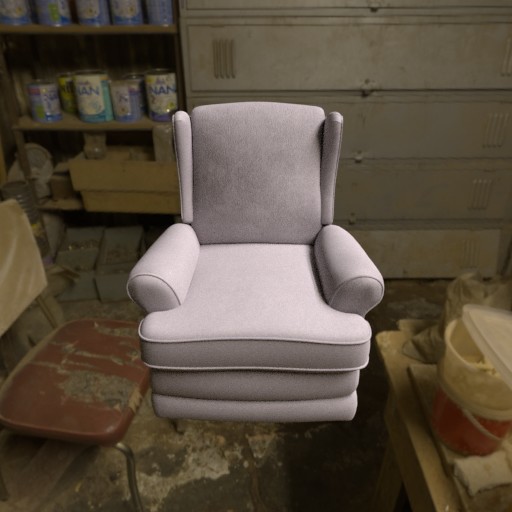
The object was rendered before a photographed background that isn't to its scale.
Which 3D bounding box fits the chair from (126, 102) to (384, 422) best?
[{"bbox_3d":[0.000,0.000,1.743,0.847,1.011,0.969,0,31,1],"label":"chair"}]
